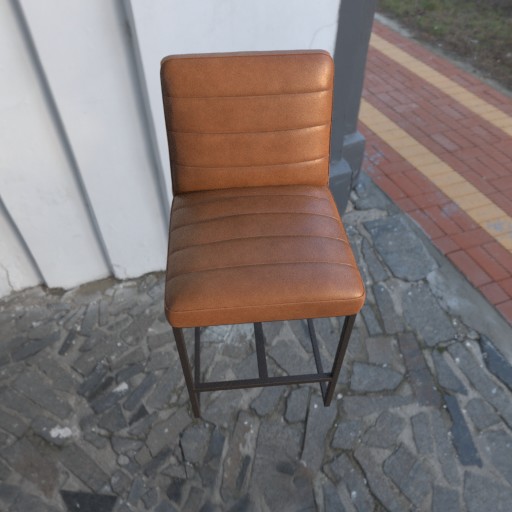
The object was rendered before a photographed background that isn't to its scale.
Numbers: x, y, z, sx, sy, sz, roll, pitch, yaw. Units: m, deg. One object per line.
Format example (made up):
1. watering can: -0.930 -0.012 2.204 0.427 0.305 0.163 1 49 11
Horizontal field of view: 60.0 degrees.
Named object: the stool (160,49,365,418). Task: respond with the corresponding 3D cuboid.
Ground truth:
1. stool: 0.000 0.000 1.257 0.458 0.940 0.556 -4 47 -3
